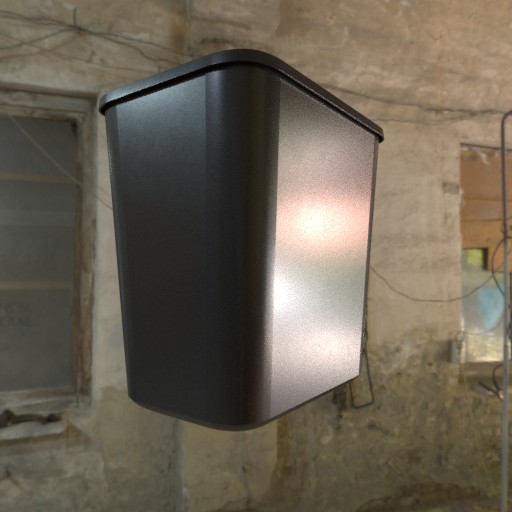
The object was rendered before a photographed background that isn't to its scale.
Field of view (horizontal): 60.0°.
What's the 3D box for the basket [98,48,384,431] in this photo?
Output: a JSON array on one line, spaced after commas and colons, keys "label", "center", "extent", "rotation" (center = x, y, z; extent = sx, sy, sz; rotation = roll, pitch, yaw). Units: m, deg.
[{"label": "basket", "center": [0.000, 0.000, 0.498], "extent": [0.211, 0.307, 0.300], "rotation": [-1, -1, 36]}]
